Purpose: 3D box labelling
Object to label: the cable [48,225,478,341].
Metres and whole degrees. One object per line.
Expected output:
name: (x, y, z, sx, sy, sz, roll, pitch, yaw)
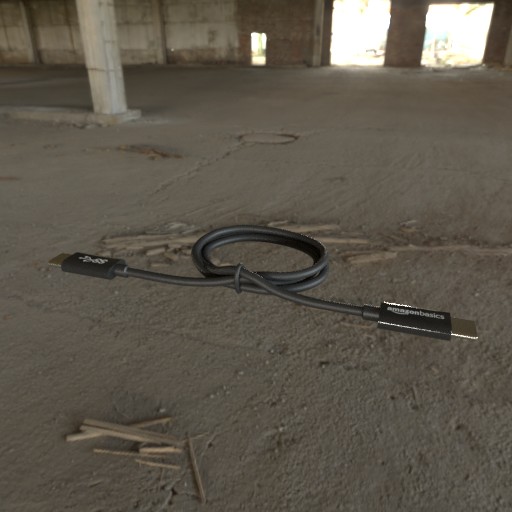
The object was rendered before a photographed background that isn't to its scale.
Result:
cable: (0.000, 0.000, 0.209, 0.186, 0.014, 0.070, 8, 27, 16)
